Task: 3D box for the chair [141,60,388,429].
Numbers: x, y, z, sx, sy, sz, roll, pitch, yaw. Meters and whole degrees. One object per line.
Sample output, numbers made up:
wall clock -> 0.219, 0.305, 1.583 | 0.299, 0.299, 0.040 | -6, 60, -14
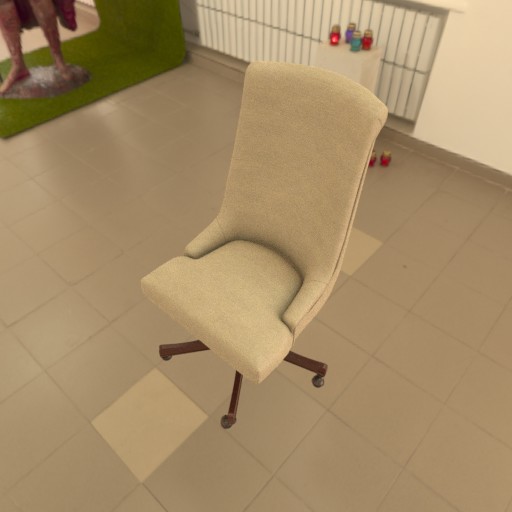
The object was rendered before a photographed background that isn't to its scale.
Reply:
chair -> 0.000, 0.000, 1.451 | 0.645, 1.010, 0.696 | 32, 54, 28
